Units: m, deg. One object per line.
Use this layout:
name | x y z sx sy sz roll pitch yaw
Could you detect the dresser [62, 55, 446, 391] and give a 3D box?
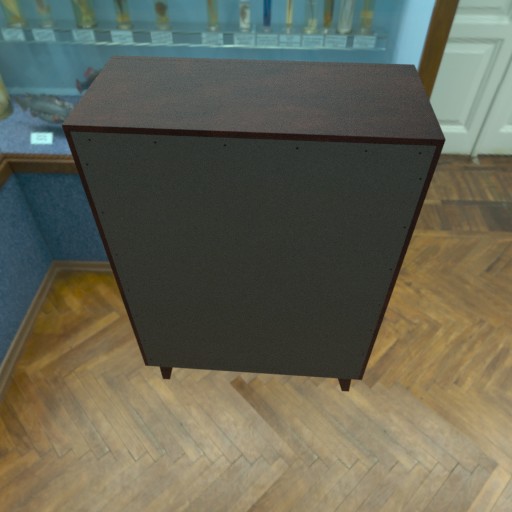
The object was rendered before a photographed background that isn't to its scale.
dresser | 0.000 0.000 1.952 1.072 1.514 0.506 3 46 3
